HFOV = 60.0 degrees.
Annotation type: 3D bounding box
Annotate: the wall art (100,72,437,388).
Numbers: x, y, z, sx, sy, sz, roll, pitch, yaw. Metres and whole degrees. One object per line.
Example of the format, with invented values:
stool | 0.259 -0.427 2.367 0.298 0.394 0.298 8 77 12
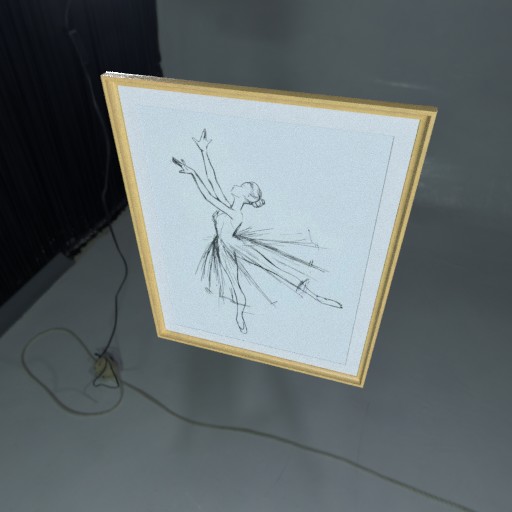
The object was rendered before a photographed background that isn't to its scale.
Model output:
wall art | 0.000 0.000 1.346 0.798 1.002 0.030 11 41 13
